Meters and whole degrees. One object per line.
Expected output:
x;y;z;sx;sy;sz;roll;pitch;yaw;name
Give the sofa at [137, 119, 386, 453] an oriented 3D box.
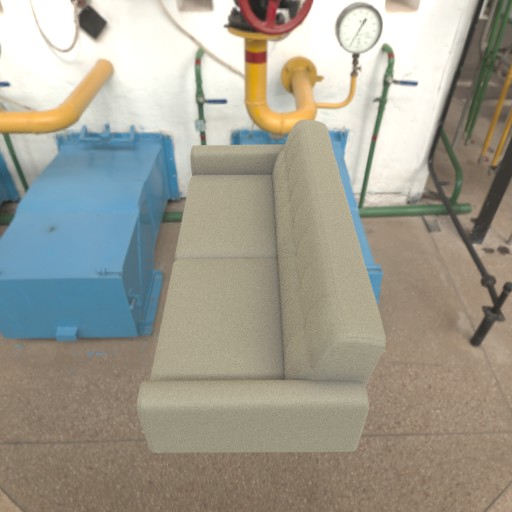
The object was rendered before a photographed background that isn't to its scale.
0.000;0.000;2.625;0.980;0.892;2.137;0;41;0;sofa
